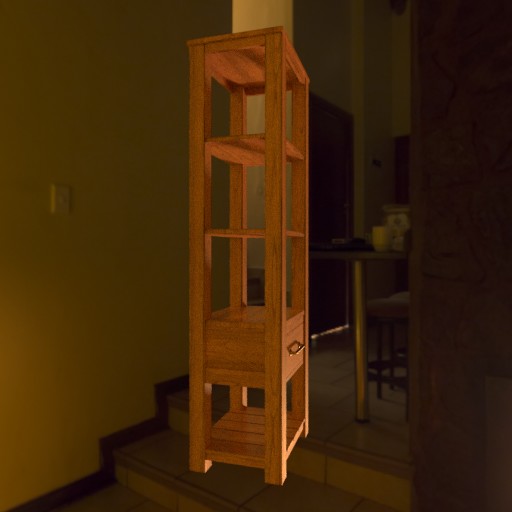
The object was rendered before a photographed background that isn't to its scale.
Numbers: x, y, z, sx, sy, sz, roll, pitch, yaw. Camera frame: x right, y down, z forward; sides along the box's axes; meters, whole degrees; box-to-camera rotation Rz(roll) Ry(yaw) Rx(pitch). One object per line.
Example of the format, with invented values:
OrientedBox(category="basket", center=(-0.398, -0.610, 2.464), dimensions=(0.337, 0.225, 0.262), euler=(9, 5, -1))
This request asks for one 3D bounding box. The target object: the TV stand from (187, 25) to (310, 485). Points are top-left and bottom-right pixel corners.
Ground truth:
OrientedBox(category="TV stand", center=(0.000, 0.000, 2.082), dimensions=(0.435, 1.828, 0.565), euler=(0, 0, 18))
